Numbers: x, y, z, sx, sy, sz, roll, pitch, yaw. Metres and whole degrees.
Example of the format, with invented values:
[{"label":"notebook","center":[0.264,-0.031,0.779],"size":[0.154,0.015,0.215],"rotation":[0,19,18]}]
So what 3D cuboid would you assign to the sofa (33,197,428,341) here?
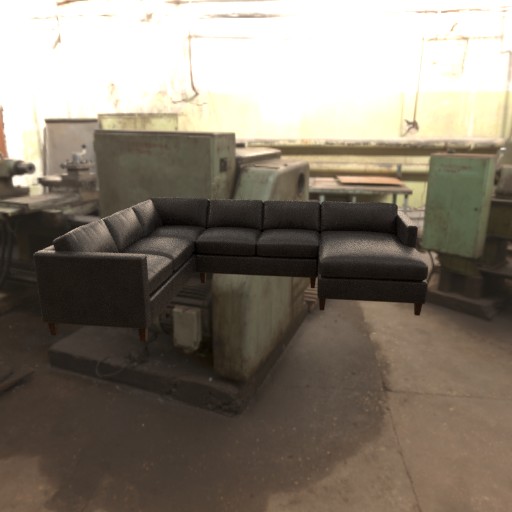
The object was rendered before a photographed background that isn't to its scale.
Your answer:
[{"label":"sofa","center":[0.000,0.000,4.613],"size":[3.324,0.891,2.452],"rotation":[2,16,8]}]
